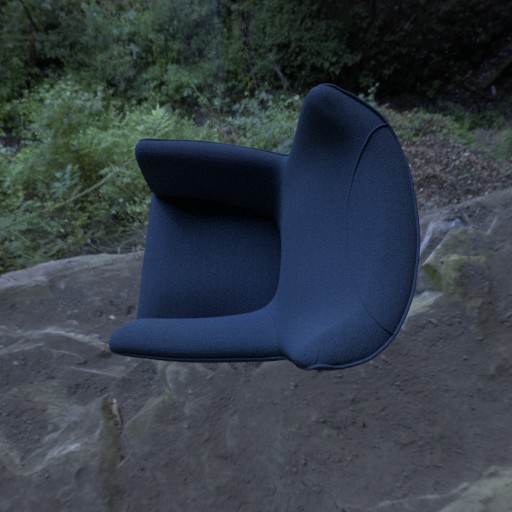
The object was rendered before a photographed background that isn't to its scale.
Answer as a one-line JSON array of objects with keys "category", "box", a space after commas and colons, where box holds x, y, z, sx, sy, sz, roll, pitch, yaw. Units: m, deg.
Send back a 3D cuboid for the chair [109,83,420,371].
[{"category": "chair", "box": [0.000, 0.000, 1.581, 0.888, 0.933, 0.781, 3, 75, 1]}]
